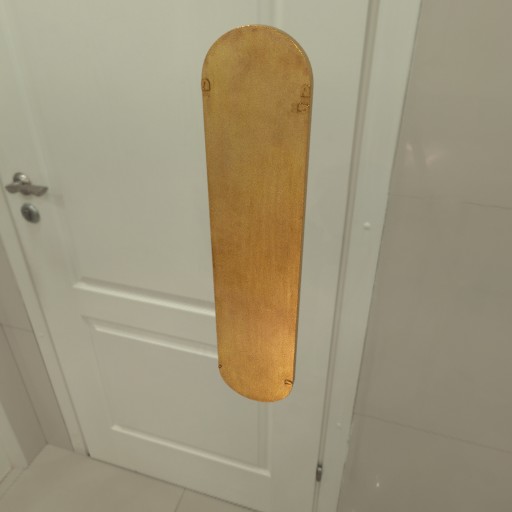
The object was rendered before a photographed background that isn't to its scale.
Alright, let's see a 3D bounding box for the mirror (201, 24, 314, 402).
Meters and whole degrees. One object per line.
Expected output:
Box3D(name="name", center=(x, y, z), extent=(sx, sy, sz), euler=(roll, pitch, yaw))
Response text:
Box3D(name="mirror", center=(0.000, 0.000, 1.069), extent=(0.222, 0.991, 0.032), euler=(10, 33, 15))
